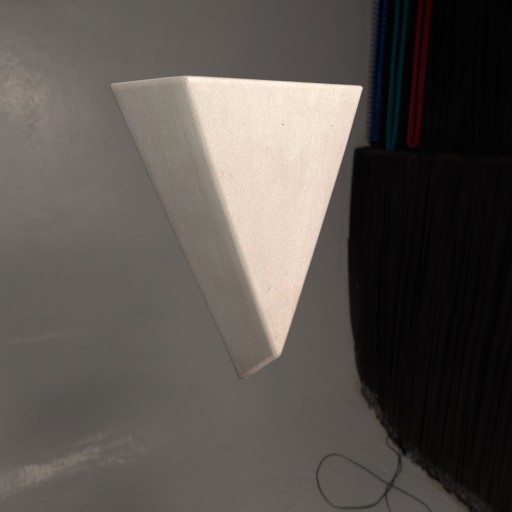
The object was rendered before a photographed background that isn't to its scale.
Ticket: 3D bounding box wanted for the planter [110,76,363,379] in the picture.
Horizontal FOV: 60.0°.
[{"bbox_3d":[0.000,0.000,0.275,0.150,0.197,0.060,-8,18,-27],"label":"planter"}]
